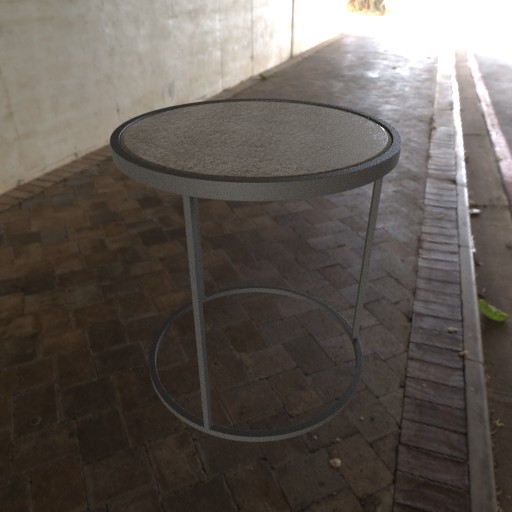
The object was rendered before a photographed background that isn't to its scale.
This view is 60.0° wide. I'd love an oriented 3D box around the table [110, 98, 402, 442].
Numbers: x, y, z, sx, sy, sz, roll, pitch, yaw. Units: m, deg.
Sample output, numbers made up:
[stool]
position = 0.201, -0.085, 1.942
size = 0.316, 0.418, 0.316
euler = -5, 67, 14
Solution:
[table]
position = 0.000, 0.000, 0.869
size = 0.470, 0.498, 0.470
euler = 0, 31, 0
